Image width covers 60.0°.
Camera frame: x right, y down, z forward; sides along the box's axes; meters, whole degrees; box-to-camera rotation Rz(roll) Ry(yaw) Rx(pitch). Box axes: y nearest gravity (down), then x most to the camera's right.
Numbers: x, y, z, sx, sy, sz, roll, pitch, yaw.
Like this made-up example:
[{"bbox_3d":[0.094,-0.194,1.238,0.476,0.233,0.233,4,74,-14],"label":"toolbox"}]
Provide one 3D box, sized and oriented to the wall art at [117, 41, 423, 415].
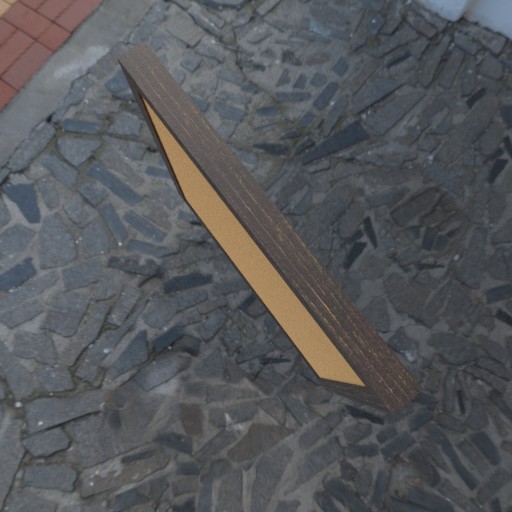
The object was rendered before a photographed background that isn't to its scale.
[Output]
[{"bbox_3d":[0.000,0.000,0.527,0.031,0.330,0.381,-36,79,-8],"label":"wall art"}]
